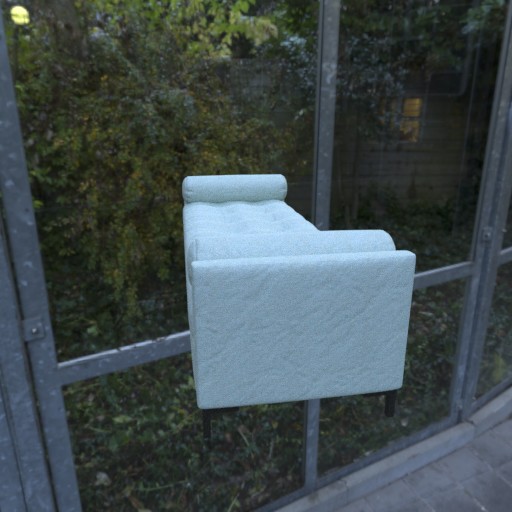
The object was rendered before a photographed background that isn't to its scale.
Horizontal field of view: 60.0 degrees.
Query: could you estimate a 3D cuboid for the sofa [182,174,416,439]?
[{"bbox_3d":[0.000,0.000,2.517,0.796,0.705,2.102,-3,18,-9],"label":"sofa"}]
